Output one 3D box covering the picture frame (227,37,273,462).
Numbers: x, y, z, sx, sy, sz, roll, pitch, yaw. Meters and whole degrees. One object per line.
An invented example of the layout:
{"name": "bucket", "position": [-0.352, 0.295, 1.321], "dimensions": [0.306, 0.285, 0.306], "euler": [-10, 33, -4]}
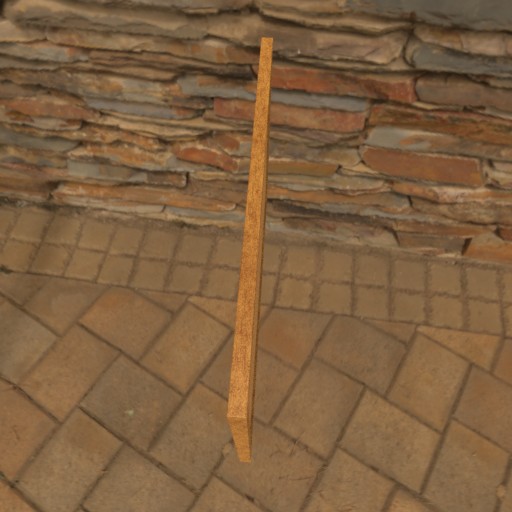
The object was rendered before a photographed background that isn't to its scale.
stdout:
{"name": "picture frame", "position": [0.000, 0.000, 1.158], "dimensions": [0.029, 0.621, 0.922], "euler": [3, 60, 2]}
